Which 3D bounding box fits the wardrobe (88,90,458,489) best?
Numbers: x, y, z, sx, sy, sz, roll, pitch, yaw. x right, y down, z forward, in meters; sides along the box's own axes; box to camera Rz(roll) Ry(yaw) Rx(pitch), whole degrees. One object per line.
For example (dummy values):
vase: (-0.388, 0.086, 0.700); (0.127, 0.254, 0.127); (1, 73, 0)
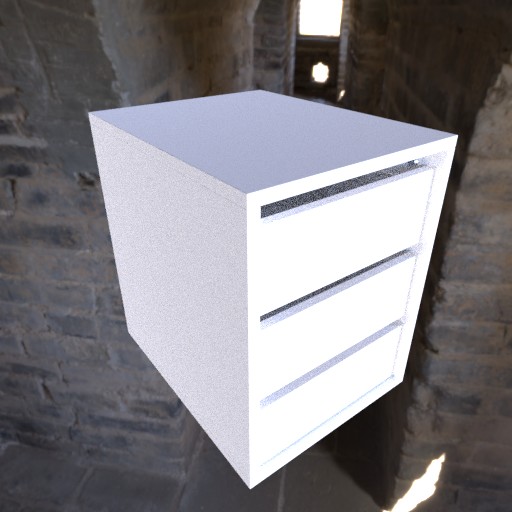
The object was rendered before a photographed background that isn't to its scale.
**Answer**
wardrobe: (0.000, 0.000, 0.878); (0.400, 0.520, 0.500); (-21, 36, -31)
